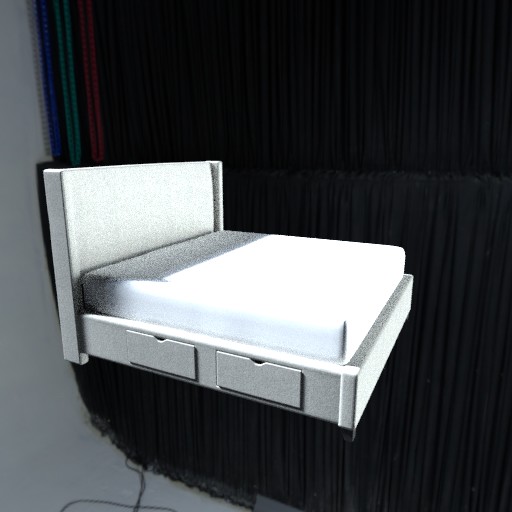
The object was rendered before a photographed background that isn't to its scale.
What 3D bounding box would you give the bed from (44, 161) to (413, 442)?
[{"bbox_3d":[0.000,0.000,3.709,2.280,1.470,2.140,7,15,26],"label":"bed"}]
